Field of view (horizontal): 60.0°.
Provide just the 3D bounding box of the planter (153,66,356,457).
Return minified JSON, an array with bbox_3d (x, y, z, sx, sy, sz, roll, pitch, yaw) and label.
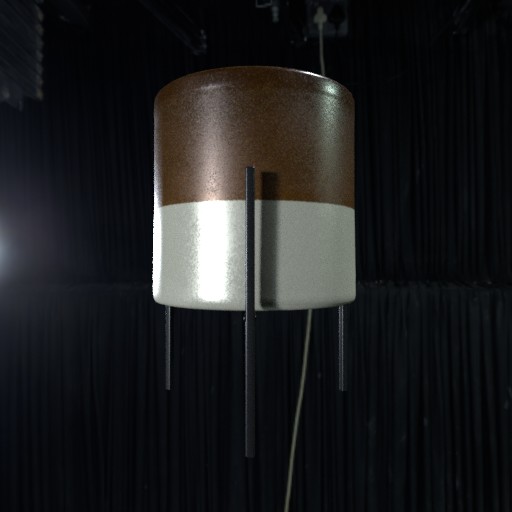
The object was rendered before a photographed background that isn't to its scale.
[{"bbox_3d":[0.000,0.000,0.546,0.255,0.375,0.269,0,0,0],"label":"planter"}]
